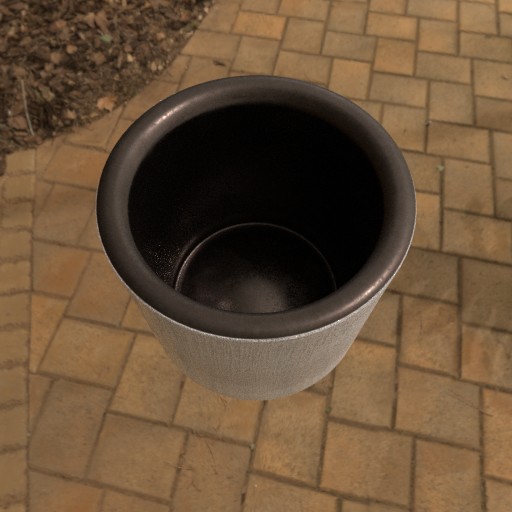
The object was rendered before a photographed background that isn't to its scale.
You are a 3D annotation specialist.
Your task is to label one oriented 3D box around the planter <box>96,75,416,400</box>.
[{"bbox_3d":[0.000,0.000,0.287,0.160,0.156,0.160,0,63,0],"label":"planter"}]
